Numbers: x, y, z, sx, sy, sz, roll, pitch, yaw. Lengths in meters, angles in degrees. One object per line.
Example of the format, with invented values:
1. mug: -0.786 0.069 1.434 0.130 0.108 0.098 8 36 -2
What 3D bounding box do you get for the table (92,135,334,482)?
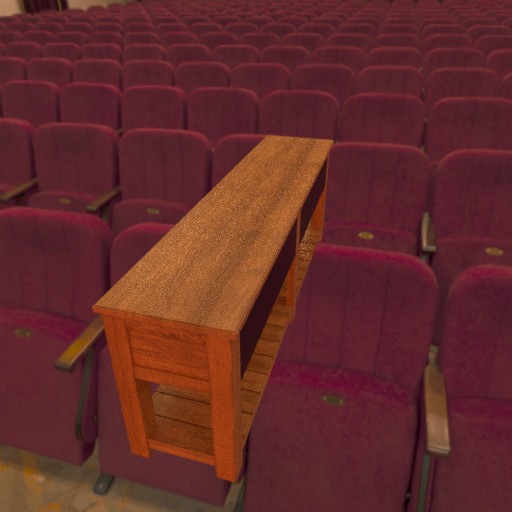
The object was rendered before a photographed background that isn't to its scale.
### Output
1. table: 0.000 0.000 2.057 0.425 0.635 1.815 8 31 14
